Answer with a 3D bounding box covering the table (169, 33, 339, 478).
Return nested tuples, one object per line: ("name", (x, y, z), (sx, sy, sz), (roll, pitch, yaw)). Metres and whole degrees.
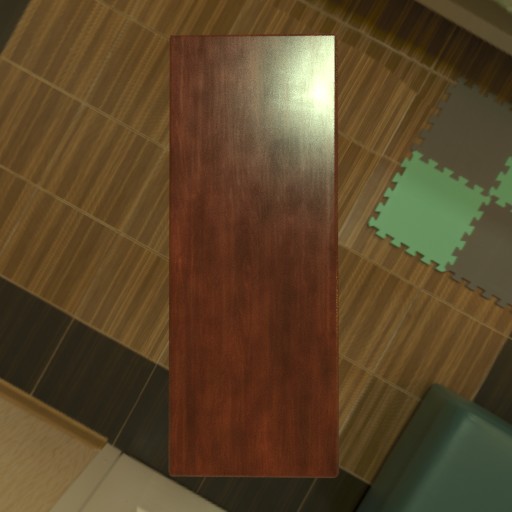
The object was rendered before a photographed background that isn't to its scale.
("table", (0.000, 0.000, 1.547), (0.459, 0.740, 1.184), (0, 90, 1))
